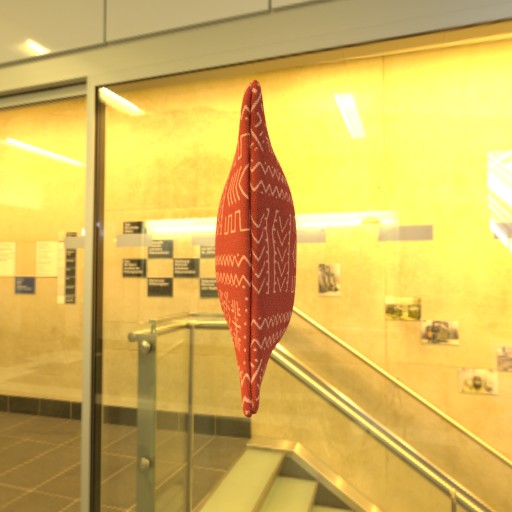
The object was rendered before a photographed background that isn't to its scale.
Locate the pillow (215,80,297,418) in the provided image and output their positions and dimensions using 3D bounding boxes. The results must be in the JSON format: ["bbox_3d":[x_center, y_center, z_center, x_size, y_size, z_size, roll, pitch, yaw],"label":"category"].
[{"bbox_3d":[0.000,0.000,0.773,0.130,0.352,0.640,0,-2,-1],"label":"pillow"}]
